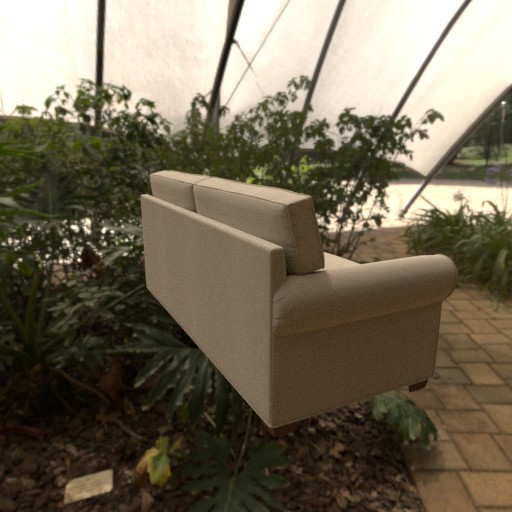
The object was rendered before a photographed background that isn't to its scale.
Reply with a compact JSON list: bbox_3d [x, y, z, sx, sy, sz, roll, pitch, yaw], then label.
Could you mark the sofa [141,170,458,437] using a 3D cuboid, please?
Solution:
[{"bbox_3d":[0.000,0.000,2.667,0.901,0.962,2.146,-7,16,-26],"label":"sofa"}]
